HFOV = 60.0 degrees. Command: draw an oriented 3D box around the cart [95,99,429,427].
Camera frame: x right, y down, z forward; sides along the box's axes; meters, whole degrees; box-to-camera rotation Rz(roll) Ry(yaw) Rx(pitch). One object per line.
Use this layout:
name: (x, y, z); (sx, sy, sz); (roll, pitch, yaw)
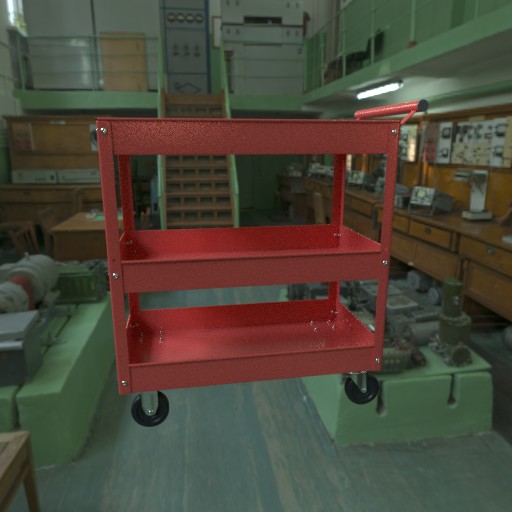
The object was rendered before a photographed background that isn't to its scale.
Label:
cart: (0.000, 0.000, 1.196); (0.719, 0.780, 0.366); (-3, 15, -10)
